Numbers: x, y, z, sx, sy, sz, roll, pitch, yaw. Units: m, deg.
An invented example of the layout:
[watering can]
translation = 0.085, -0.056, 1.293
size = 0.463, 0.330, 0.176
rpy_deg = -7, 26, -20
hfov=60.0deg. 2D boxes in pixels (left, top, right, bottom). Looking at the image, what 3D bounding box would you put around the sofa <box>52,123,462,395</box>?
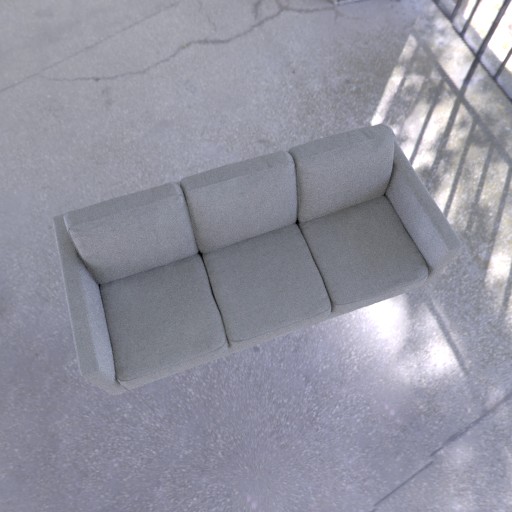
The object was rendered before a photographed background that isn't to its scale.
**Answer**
[sofa]
translation = 0.000, 0.000, 2.537
size = 1.983, 0.918, 0.944
rpy_deg = -18, 65, -9
